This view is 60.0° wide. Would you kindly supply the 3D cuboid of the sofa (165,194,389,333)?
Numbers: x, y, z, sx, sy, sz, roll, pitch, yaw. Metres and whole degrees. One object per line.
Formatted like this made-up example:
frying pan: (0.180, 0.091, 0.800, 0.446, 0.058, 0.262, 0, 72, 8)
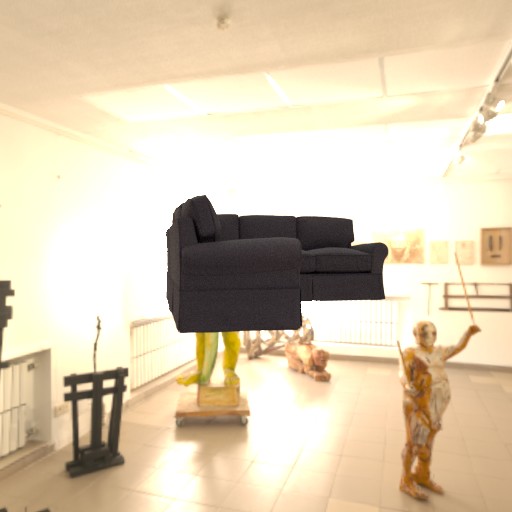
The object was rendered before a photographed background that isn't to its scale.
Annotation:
sofa: (0.000, 0.000, 5.091, 2.874, 1.169, 3.773, 0, 1, 18)
